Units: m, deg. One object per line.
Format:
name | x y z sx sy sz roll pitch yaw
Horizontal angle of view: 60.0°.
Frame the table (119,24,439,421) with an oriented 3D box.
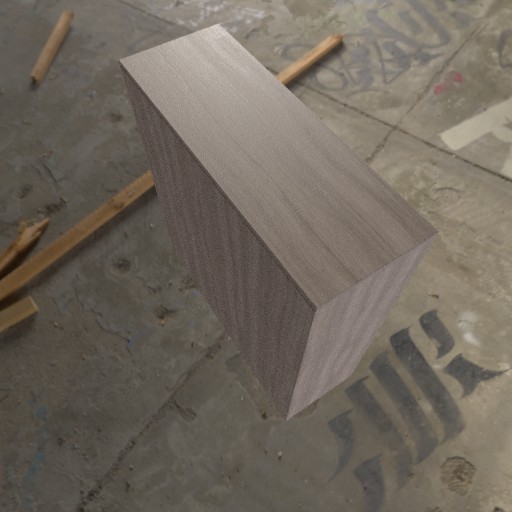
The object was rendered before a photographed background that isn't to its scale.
table | 0.000 0.000 1.914 0.398 1.388 1.111 -29 63 -17
